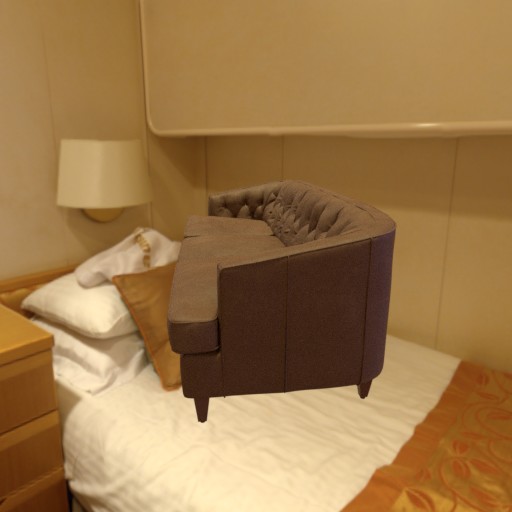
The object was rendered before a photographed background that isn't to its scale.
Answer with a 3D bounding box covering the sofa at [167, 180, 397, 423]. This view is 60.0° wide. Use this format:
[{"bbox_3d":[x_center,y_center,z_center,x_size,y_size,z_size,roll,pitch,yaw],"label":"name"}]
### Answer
[{"bbox_3d":[0.000,0.000,2.661,0.927,0.787,2.227,-2,14,-7],"label":"sofa"}]
